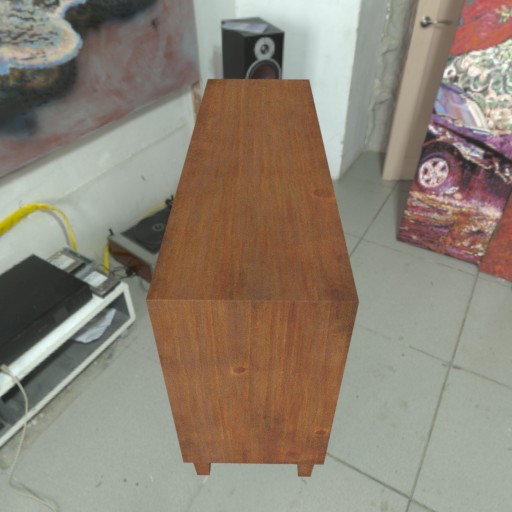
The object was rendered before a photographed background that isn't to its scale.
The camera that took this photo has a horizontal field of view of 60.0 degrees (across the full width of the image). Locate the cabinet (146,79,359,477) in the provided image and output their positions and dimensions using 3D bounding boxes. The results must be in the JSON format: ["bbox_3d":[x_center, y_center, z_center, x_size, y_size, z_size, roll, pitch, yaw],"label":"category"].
[{"bbox_3d":[0.000,0.000,1.549,0.403,0.805,1.204,1,40,1],"label":"cabinet"}]
